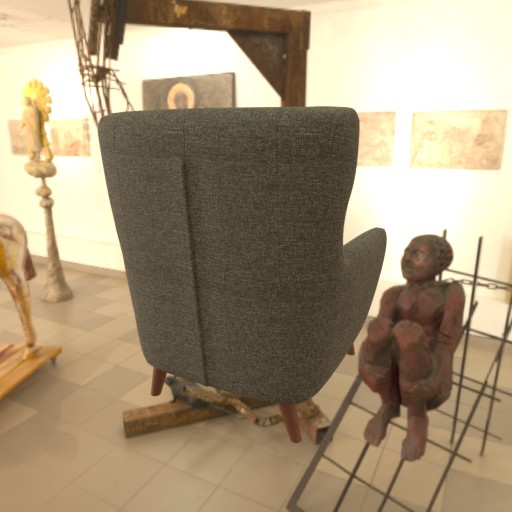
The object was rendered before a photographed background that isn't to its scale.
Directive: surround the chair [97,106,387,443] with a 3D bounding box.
[{"bbox_3d":[0.000,0.000,1.729,0.878,1.063,0.904,8,17,26],"label":"chair"}]
